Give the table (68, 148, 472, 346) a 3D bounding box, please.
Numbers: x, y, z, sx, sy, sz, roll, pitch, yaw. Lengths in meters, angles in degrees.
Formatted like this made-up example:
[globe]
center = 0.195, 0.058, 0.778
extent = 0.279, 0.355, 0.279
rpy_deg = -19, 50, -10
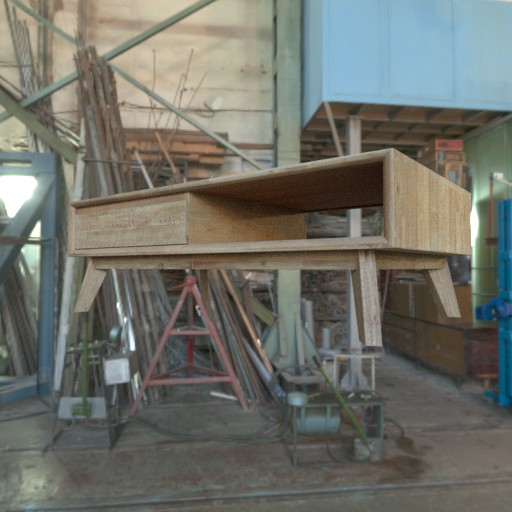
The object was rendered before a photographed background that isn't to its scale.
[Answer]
[table]
center = 0.000, 0.000, 2.022
extent = 1.619, 0.531, 0.918
rpy_deg = -1, -2, 38
